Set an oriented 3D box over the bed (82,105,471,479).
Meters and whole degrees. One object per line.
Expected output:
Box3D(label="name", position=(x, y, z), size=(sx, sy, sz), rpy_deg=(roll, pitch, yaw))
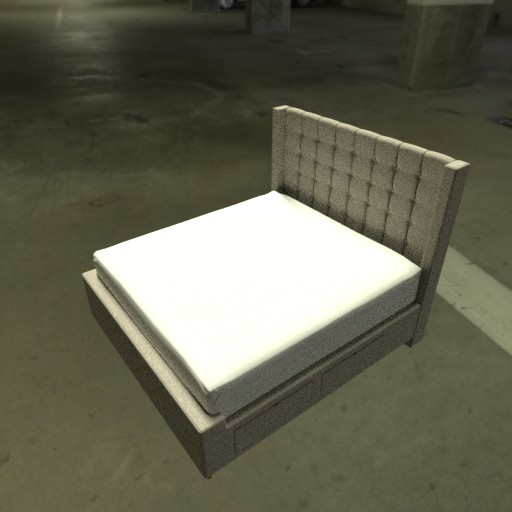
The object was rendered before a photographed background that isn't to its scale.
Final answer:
Box3D(label="bed", position=(0.000, 0.000, 3.742), size=(2.372, 1.748, 2.044), rpy_deg=(-22, 39, -31))
